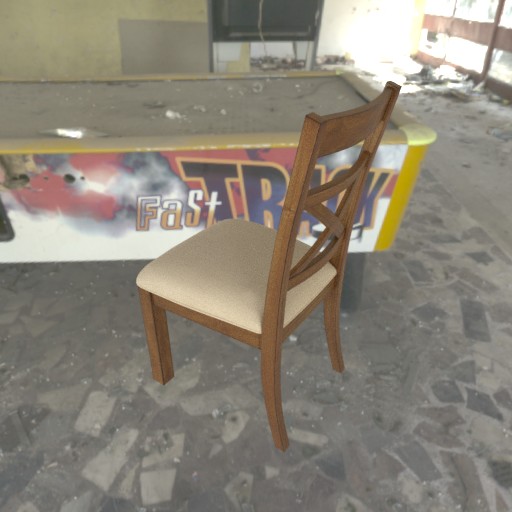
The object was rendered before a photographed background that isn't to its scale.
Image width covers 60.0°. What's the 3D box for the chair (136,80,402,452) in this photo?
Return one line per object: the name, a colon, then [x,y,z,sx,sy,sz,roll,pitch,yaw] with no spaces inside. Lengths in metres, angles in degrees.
chair: [0.000,0.000,1.279,0.581,0.949,0.461,20,37,29]
